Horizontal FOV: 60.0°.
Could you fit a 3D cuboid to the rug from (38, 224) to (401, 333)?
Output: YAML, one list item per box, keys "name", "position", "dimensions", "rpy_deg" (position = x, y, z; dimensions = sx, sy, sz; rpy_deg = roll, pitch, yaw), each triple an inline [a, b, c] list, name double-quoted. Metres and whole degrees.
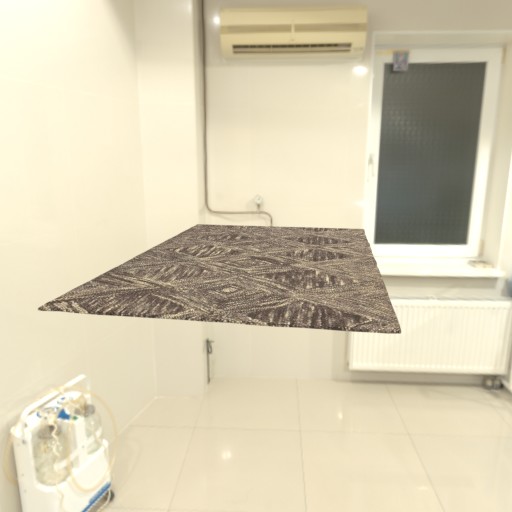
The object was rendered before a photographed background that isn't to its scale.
- name: "rug"
  position: [0.000, 0.000, 2.258]
  dimensions: [1.186, 0.012, 1.814]
  rpy_deg: [2, 13, 10]
